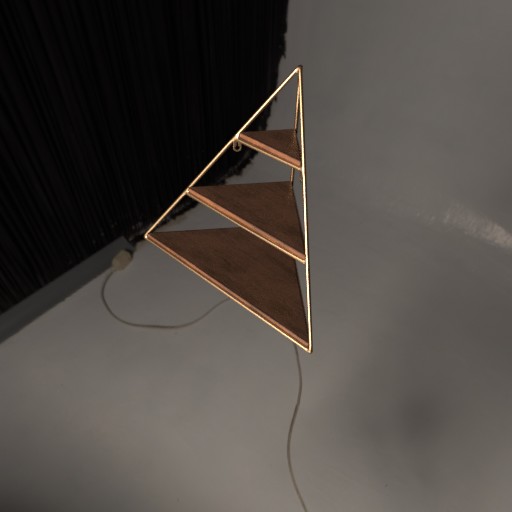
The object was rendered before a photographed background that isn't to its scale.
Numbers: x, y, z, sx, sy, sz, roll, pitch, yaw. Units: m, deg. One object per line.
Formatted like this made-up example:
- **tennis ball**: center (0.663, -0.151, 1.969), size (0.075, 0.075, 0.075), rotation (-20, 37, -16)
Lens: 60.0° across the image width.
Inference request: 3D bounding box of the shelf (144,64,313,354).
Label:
- **shelf**: center (0.000, 0.000, 1.168), size (0.564, 0.913, 0.294), rotation (32, 54, 26)
